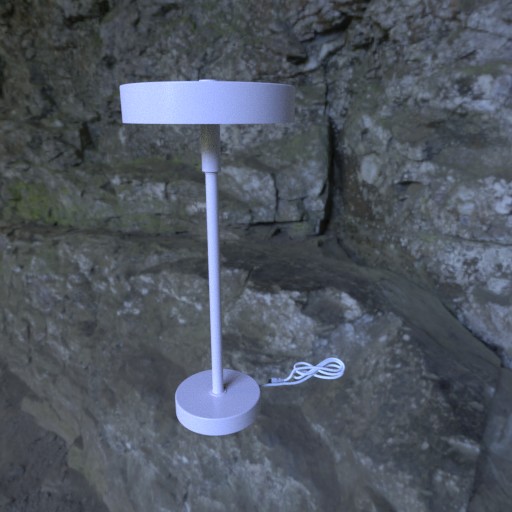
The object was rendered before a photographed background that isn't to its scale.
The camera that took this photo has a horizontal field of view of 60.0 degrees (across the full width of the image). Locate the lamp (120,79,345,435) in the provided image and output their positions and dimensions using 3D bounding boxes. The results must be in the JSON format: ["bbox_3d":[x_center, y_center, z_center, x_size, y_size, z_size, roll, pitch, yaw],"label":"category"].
[{"bbox_3d":[0.000,0.000,0.694,0.369,0.508,0.229,-9,20,-26],"label":"lamp"}]
